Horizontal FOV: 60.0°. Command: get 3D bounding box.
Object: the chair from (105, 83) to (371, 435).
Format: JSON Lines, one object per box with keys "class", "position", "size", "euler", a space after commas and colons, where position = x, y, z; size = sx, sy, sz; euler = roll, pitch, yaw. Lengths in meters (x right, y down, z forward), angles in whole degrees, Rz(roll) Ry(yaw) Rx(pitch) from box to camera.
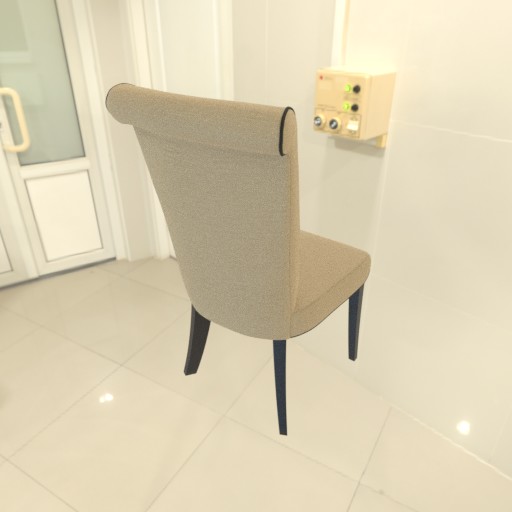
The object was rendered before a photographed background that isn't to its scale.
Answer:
{"class": "chair", "position": [0.000, 0.000, 1.340], "size": [0.522, 0.997, 0.623], "euler": [21, 35, 32]}
